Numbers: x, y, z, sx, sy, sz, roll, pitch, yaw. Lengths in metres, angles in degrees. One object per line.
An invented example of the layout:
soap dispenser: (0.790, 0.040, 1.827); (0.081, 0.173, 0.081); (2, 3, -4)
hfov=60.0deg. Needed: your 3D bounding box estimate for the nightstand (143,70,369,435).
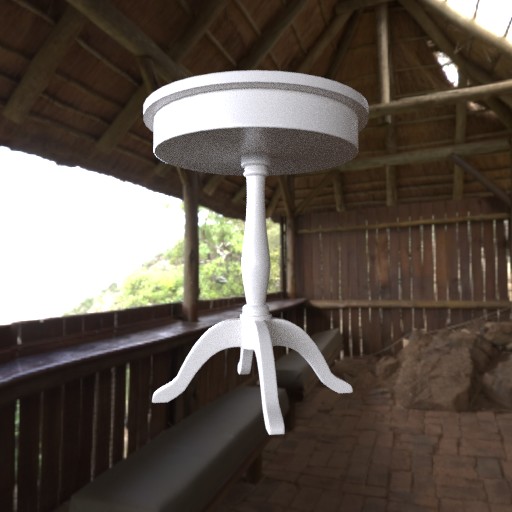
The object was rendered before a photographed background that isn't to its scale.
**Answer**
nightstand: (0.000, 0.000, 1.036); (0.513, 0.653, 0.513); (0, -1, 0)
